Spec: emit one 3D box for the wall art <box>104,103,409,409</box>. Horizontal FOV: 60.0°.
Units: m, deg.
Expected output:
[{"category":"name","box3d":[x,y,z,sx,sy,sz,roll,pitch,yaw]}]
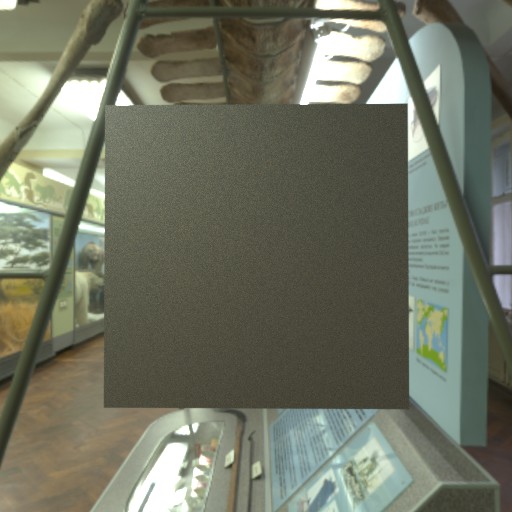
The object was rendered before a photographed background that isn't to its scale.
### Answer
[{"category":"wall art","box3d":[0.000,0.000,0.528,0.350,0.350,0.038,0,-1,1]}]
